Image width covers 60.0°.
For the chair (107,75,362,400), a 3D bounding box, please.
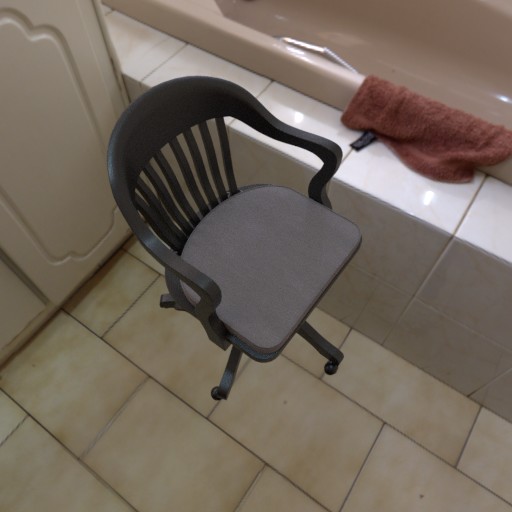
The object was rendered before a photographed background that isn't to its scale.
[{"bbox_3d":[0.000,0.000,1.439,0.788,0.878,0.750,33,64,19],"label":"chair"}]
